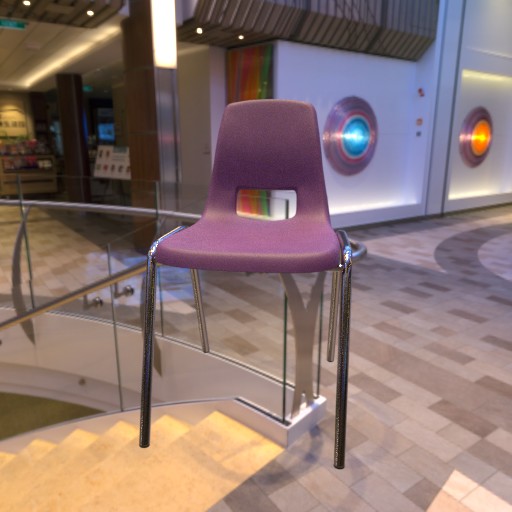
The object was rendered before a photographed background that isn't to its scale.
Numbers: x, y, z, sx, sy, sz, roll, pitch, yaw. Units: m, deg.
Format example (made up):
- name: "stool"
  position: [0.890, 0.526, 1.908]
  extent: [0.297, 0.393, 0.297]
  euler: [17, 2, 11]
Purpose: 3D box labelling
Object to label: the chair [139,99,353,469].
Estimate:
- name: "chair"
  position: [0.000, 0.000, 0.924]
  extent: [0.381, 0.654, 0.432]
  euler: [2, 15, 9]
